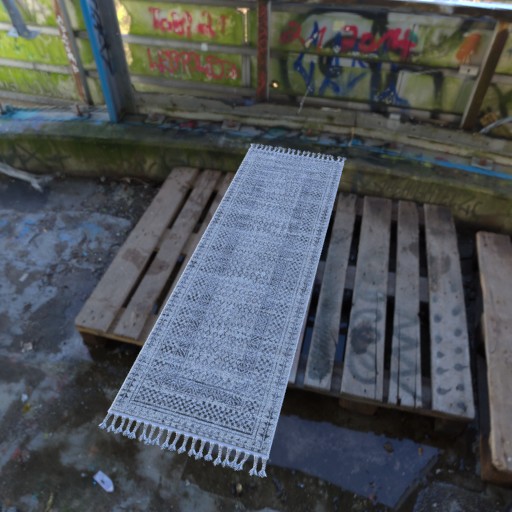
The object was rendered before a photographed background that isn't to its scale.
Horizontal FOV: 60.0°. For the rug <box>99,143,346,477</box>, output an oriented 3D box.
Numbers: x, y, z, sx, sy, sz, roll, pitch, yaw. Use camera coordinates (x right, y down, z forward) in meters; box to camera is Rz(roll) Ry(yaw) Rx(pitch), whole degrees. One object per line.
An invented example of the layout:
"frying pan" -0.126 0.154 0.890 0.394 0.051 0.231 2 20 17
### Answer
"rug" 0.000 0.000 2.741 0.786 0.013 2.480 12 47 11
